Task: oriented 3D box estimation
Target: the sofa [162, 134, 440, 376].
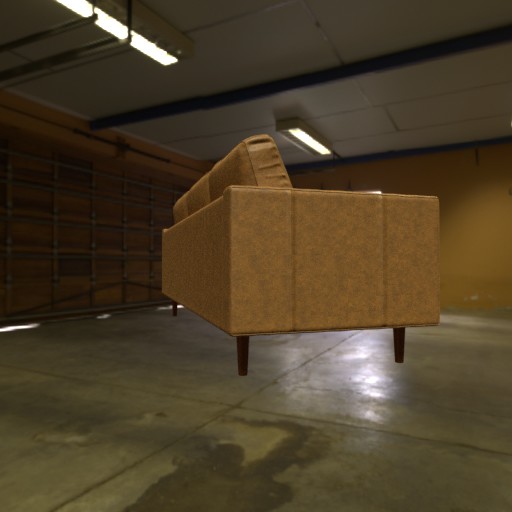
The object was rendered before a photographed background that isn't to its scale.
[{"bbox_3d":[0.000,0.000,2.710,0.903,0.930,2.231,0,-1,-18],"label":"sofa"}]
